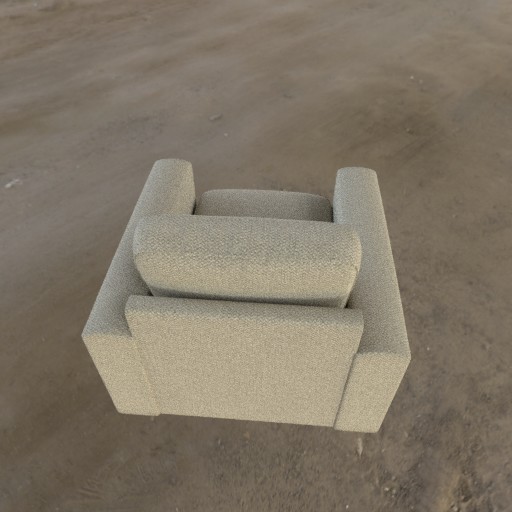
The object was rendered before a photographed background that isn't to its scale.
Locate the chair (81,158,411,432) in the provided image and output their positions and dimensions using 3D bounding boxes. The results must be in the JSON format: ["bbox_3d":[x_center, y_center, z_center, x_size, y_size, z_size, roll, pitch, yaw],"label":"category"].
[{"bbox_3d":[0.000,0.000,1.763,1.005,0.873,1.016,3,45,3],"label":"chair"}]
